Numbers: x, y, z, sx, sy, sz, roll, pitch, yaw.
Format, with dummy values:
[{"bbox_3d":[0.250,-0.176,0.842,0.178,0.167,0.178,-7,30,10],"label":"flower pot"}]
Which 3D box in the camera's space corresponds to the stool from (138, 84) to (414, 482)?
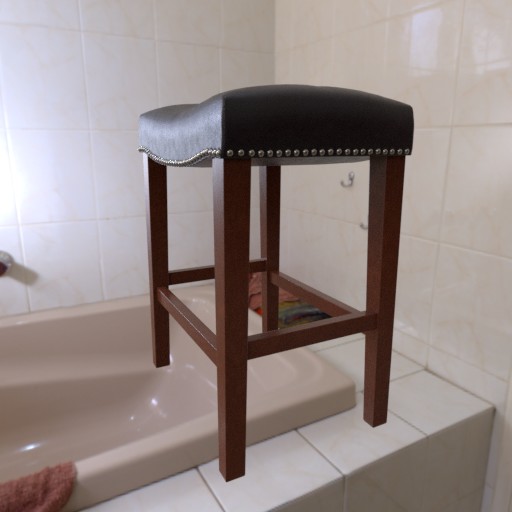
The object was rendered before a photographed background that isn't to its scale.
[{"bbox_3d":[0.000,0.000,0.964,0.372,0.654,0.504,-7,16,-26],"label":"stool"}]
